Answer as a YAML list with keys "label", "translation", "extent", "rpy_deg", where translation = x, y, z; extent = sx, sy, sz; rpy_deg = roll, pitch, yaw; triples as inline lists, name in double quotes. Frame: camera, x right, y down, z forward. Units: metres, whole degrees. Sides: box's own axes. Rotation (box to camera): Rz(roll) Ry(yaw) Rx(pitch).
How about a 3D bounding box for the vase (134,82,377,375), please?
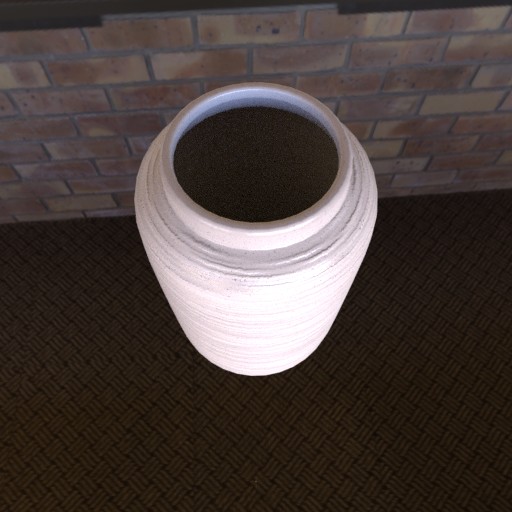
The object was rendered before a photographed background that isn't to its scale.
- label: "vase"
  translation: [0.000, 0.000, 0.465]
  extent: [0.202, 0.335, 0.202]
  rpy_deg: [0, 63, 0]
